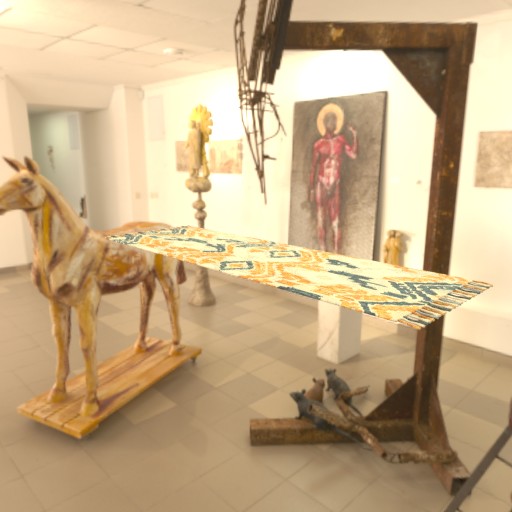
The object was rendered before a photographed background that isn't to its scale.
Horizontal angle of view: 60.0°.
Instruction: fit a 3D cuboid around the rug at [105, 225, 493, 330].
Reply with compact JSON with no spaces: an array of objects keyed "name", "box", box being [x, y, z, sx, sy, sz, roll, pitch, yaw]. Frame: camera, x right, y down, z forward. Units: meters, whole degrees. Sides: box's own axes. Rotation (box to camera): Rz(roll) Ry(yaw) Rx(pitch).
[{"name":"rug","box":[0.000,0.000,2.674,0.783,0.010,2.437,-13,18,-43]}]
